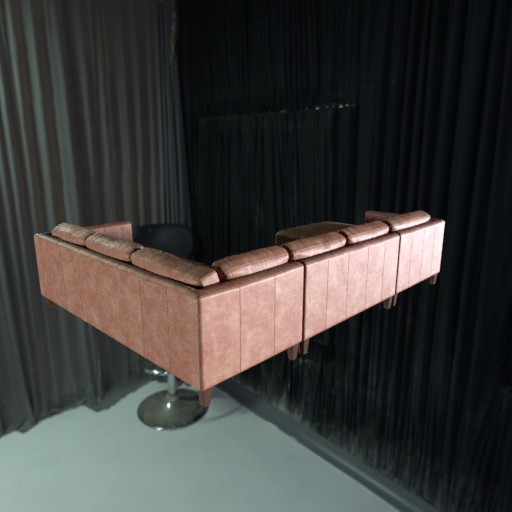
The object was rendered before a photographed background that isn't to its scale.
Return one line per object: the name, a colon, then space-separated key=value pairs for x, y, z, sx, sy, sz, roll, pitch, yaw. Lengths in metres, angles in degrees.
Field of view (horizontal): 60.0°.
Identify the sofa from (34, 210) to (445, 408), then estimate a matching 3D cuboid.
sofa: x=0.000 y=0.000 z=4.516 sx=2.430 sy=0.832 sz=3.401 roll=14 pitch=20 yaw=42
